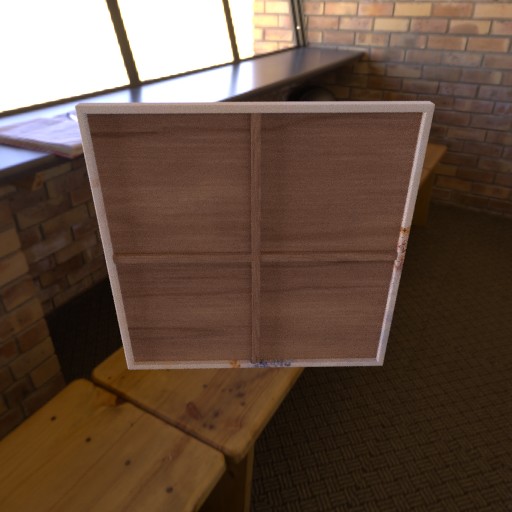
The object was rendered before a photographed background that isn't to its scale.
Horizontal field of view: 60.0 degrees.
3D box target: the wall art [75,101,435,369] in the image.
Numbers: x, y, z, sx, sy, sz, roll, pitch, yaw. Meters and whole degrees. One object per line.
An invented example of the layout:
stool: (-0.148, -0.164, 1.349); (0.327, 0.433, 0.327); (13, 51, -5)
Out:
wall art: (0.000, 0.000, 1.335); (0.889, 0.889, 0.038); (-1, 31, -1)
